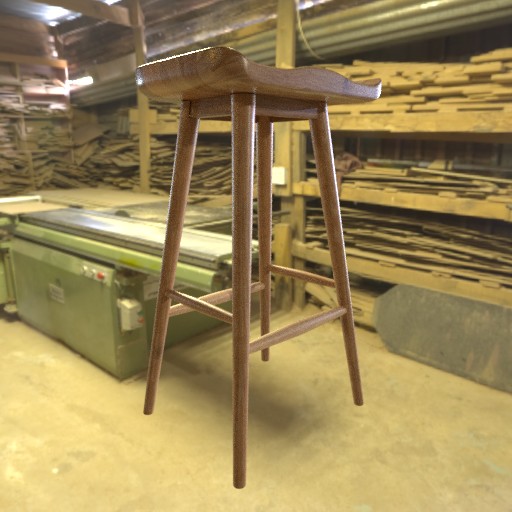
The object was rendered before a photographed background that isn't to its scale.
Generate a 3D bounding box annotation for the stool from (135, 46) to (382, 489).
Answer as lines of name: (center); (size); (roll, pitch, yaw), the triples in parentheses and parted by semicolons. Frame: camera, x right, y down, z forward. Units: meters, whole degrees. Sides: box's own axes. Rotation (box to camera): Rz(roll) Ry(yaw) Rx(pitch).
stool: (0.000, 0.000, 0.911); (0.407, 0.698, 0.322); (-13, 18, -42)
